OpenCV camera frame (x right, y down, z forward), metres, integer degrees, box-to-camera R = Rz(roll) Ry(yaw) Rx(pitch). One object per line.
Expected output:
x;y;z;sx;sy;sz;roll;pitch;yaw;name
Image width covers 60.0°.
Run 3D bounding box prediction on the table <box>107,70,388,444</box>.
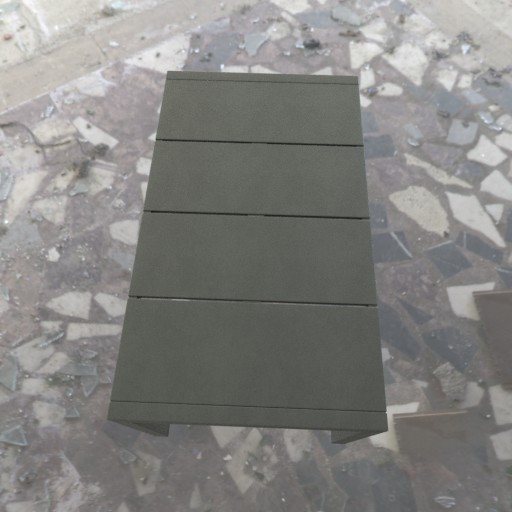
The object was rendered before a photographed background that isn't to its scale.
0.000;0.000;1.289;0.559;0.460;0.965;2;64;1;table
